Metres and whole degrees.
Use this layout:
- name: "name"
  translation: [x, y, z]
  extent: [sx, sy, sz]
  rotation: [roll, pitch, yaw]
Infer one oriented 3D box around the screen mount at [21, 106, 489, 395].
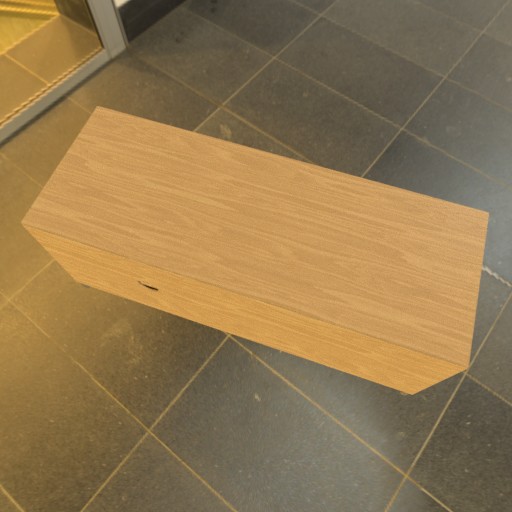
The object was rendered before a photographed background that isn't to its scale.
- name: "screen mount"
  translation: [0.000, 0.000, 1.285]
  extent: [1.084, 0.432, 0.406]
  rotation: [17, 66, 8]
